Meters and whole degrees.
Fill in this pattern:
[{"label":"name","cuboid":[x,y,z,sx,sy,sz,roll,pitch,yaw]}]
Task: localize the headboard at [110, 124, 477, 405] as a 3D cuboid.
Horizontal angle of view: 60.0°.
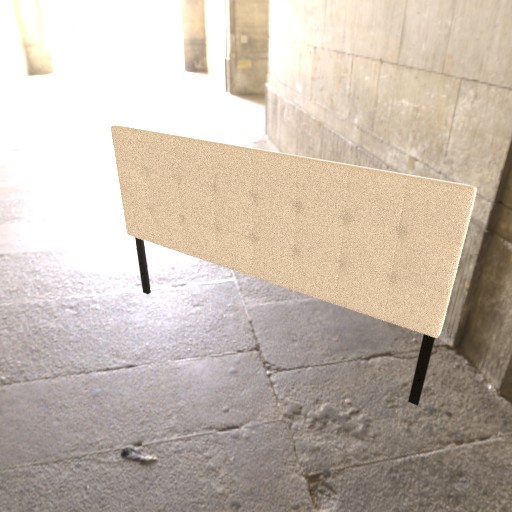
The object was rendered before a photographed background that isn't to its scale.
[{"label":"headboard","cuboid":[0.000,0.000,2.881,2.362,1.410,0.120,17,33,28]}]
